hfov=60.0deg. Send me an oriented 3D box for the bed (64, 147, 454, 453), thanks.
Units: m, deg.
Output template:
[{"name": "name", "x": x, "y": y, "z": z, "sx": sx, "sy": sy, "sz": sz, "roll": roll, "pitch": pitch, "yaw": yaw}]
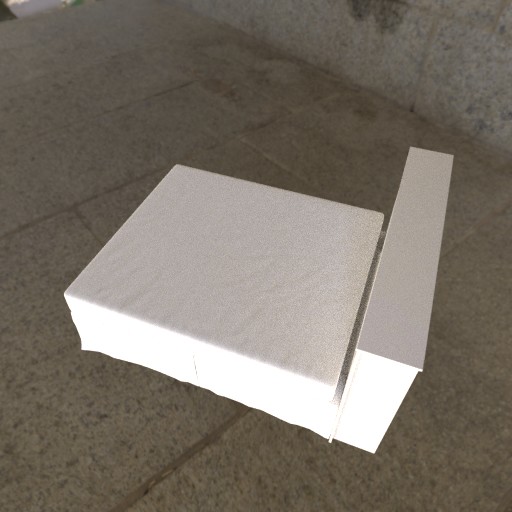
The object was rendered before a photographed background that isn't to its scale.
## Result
[{"name": "bed", "x": 0.000, "y": 0.000, "z": 3.031, "sx": 2.133, "sy": 1.092, "sz": 1.671, "roll": 16, "pitch": 49, "yaw": 14}]
